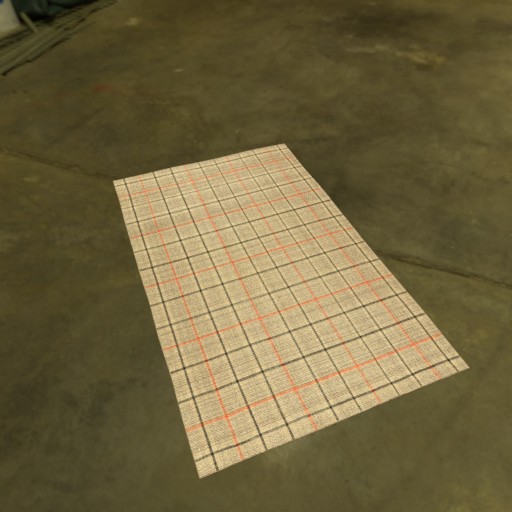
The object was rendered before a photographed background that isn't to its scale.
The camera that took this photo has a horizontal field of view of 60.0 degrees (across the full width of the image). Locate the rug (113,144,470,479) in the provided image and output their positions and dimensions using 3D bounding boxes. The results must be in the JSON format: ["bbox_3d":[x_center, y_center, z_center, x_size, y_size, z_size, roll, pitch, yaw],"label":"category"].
[{"bbox_3d":[0.000,0.000,2.996,1.524,0.015,2.439,-16,48,-15],"label":"rug"}]
